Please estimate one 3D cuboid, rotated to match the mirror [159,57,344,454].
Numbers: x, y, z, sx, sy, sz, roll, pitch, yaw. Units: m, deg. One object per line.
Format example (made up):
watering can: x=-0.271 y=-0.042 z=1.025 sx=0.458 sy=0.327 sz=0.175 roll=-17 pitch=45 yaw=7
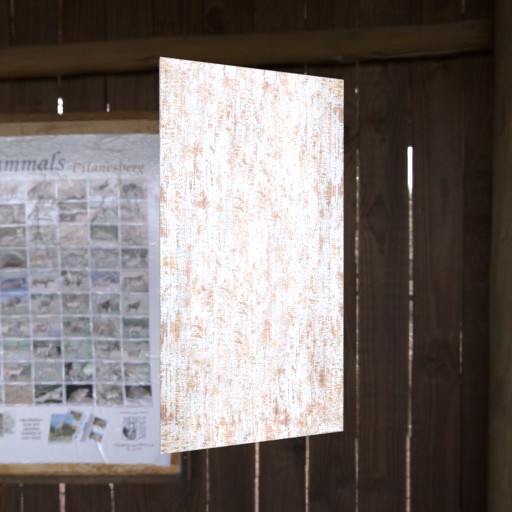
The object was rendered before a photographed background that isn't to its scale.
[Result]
mirror: x=0.000 y=0.000 z=1.109 sx=0.472 sy=0.922 sz=0.027 roll=0 pitch=0 yaw=-17
